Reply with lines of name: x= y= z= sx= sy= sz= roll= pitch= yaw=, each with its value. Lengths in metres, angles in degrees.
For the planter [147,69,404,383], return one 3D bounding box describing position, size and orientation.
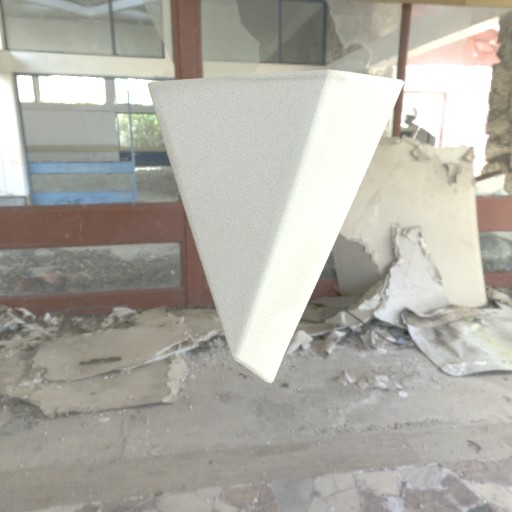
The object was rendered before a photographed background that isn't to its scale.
planter: x=0.000 y=0.000 z=0.269 sx=0.150 sy=0.197 sz=0.060 roll=7 pitch=17 yaw=26
